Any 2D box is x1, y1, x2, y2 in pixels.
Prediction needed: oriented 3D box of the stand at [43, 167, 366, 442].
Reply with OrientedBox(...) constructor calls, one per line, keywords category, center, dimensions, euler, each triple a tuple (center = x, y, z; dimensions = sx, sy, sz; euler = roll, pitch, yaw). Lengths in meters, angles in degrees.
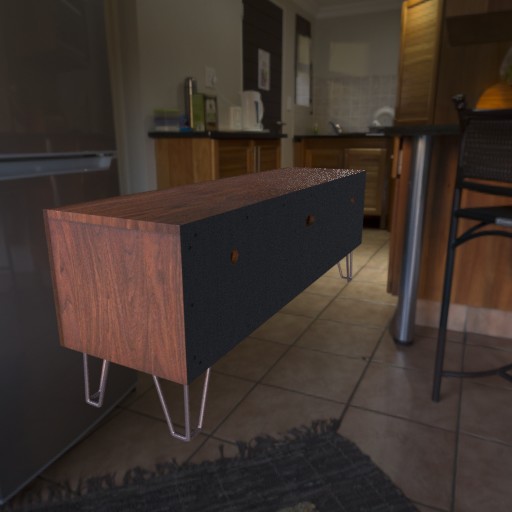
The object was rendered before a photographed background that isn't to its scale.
OrientedBox(category="stand", center=(0.000, 0.000, 1.868), dimensions=(0.481, 0.610, 1.626), euler=(8, 18, 27))
